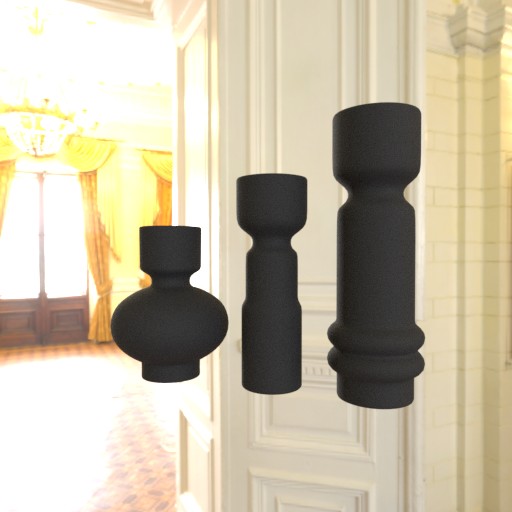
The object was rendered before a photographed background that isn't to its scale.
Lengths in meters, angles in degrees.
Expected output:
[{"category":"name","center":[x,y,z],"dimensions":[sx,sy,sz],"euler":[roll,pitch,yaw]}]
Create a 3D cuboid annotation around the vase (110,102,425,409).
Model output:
[{"category":"vase","center":[0.000,0.000,0.428],"dimensions":[0.307,0.249,0.120],"euler":[0,1,19]}]
